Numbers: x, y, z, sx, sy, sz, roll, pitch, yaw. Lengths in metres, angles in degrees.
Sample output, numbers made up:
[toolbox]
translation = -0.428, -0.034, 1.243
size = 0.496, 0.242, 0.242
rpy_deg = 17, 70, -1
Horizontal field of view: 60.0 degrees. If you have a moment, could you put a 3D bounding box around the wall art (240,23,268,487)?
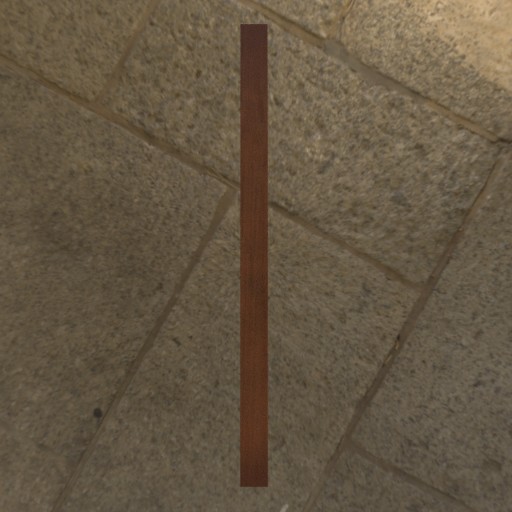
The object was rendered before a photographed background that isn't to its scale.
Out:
[wall art]
translation = 0.000, 0.000, 0.762
size = 0.033, 0.457, 0.558
rpy_deg = 0, 89, 1
